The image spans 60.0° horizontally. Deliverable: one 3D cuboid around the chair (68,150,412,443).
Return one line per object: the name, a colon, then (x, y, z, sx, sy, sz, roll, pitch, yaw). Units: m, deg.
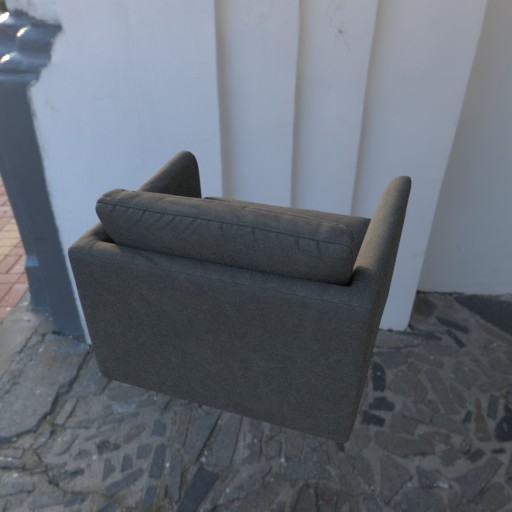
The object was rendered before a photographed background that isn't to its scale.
chair: (0.000, 0.000, 1.933, 1.190, 0.845, 1.091, 10, 33, 15)
